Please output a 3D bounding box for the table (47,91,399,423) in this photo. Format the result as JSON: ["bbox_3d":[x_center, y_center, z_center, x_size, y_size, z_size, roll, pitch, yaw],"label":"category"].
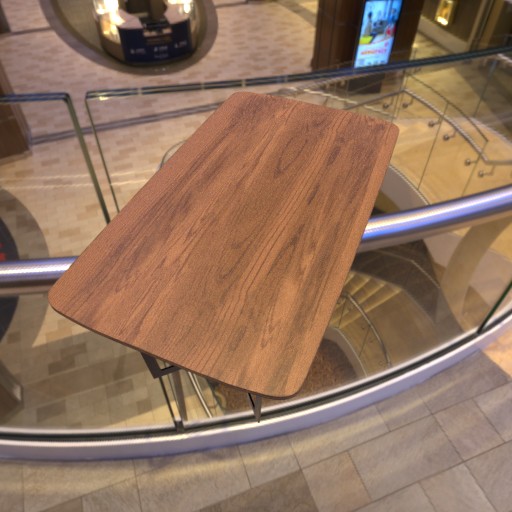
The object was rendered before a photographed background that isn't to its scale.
[{"bbox_3d":[0.000,0.000,2.164,0.949,0.765,1.643,18,50,15],"label":"table"}]
